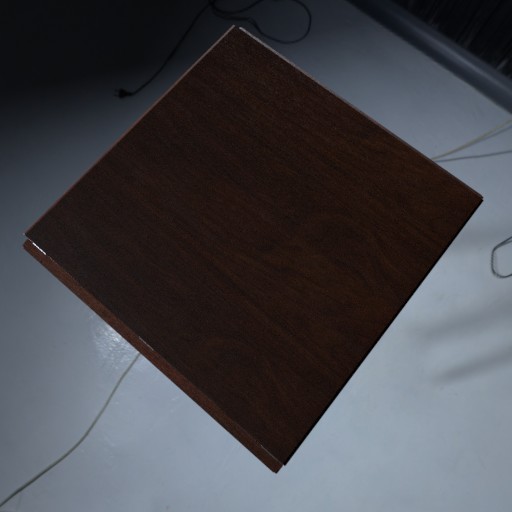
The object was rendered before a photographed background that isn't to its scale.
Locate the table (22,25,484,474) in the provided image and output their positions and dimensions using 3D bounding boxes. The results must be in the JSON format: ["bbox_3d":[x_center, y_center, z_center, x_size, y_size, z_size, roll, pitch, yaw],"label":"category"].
[{"bbox_3d":[0.000,0.000,1.449,0.812,0.763,0.843,39,79,9],"label":"table"}]
